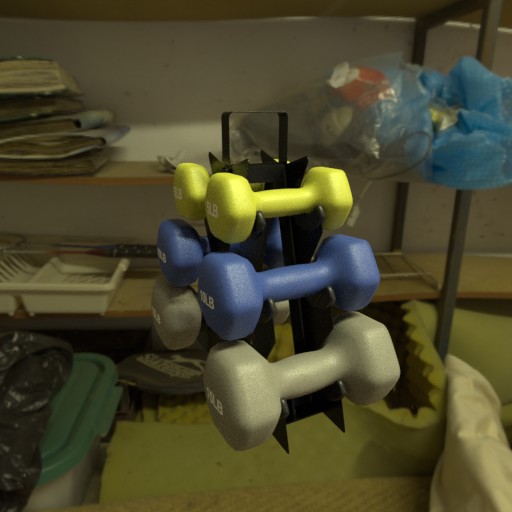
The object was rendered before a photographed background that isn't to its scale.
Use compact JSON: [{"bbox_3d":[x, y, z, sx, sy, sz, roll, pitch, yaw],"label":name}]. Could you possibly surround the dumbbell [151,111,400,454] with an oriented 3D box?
[{"bbox_3d":[0.000,0.000,0.688,0.261,0.426,0.416,-9,19,-26],"label":"dumbbell"}]
